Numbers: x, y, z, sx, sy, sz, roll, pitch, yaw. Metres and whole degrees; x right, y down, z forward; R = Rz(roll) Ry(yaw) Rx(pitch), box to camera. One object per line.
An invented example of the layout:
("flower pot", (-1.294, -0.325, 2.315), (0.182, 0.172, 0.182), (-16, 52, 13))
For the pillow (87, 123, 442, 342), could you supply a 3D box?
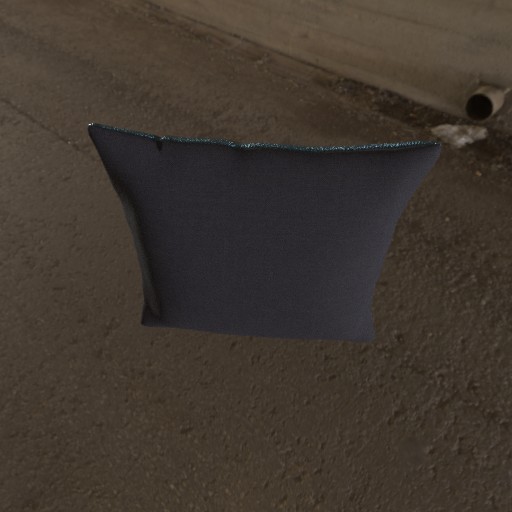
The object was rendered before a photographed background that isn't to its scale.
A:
("pillow", (0.000, 0.000, 0.673), (0.436, 0.430, 0.138), (3, 47, 3))
